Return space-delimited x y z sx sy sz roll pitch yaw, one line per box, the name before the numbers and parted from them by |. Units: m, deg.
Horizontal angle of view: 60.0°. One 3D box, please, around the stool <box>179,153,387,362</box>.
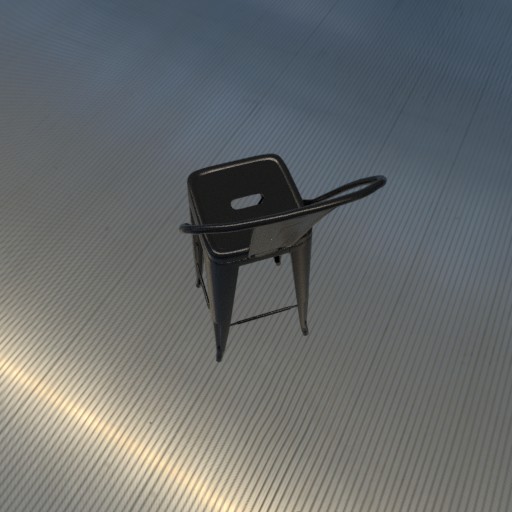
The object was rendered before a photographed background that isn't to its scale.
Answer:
stool | 0.000 0.000 1.315 0.399 1.096 0.513 -15 60 -9
